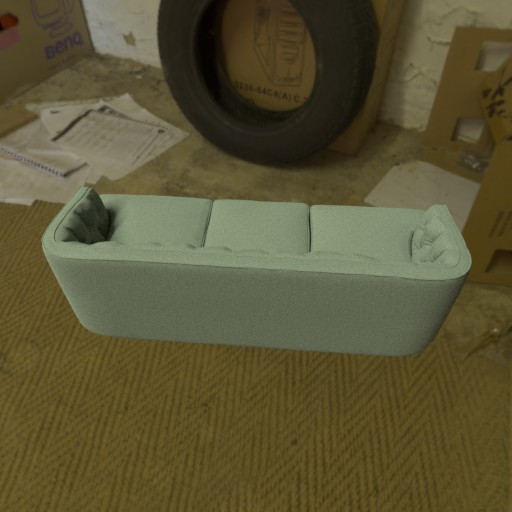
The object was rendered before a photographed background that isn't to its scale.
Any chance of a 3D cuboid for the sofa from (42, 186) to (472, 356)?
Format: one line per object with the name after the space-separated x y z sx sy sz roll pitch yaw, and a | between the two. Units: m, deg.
0.000 0.000 2.720 2.278 0.855 0.941 3 48 3 | sofa
